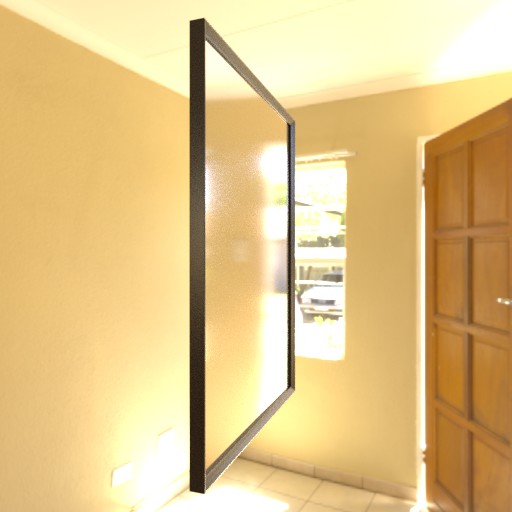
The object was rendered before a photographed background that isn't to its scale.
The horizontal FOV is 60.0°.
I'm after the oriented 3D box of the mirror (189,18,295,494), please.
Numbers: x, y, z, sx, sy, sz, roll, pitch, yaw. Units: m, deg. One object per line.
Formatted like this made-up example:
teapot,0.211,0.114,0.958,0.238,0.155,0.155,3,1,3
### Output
mirror,0.000,0.000,1.309,0.041,1.016,0.762,0,0,20
